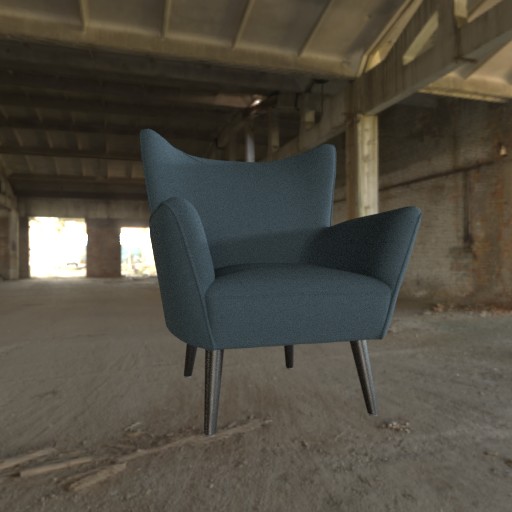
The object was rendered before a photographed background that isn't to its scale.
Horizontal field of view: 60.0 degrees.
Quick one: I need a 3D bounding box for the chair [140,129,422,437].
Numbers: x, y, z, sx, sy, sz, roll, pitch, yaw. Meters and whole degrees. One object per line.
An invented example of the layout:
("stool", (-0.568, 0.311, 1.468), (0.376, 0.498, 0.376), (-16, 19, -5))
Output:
("chair", (0.000, 0.000, 1.571), (0.781, 0.933, 0.888), (0, 0, -18))
